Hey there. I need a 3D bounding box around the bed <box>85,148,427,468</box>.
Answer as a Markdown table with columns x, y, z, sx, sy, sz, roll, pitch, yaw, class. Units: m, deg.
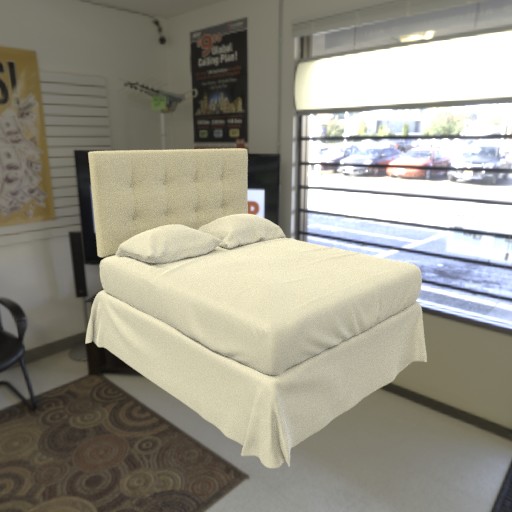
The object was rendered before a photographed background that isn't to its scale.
| x | y | z | sx | sy | sz | roll | pitch | yaw | class |
| --- | --- | --- | --- | --- | --- | --- | --- | --- | --- |
| 0.000 | 0.000 | 3.441 | 1.936 | 1.577 | 2.222 | -14 | 20 | -42 | bed |
